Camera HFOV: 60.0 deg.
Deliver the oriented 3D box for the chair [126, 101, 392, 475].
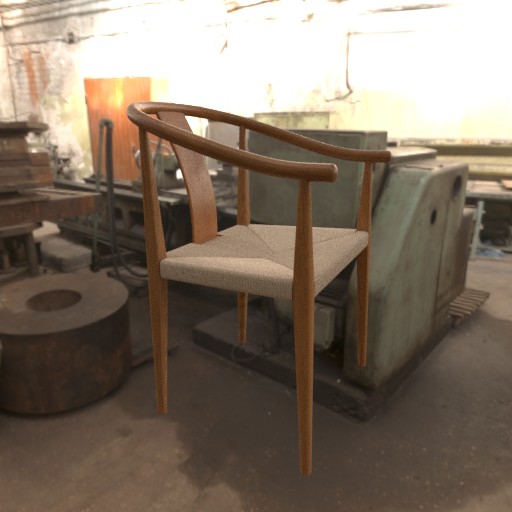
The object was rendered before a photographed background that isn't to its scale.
[{"bbox_3d":[0.000,0.000,1.197,0.579,0.800,0.556,8,18,25],"label":"chair"}]
